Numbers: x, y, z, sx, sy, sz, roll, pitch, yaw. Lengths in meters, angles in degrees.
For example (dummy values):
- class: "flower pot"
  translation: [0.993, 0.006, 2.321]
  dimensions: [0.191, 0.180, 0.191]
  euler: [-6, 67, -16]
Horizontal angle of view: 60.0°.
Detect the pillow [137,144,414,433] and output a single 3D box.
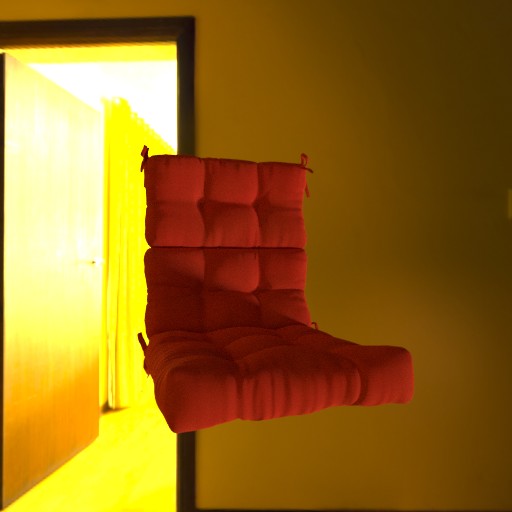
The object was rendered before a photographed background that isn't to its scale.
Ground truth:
- class: "pillow"
  translation: [0.000, 0.000, 1.035]
  dimensions: [0.519, 0.605, 0.571]
  euler: [0, -1, -18]
